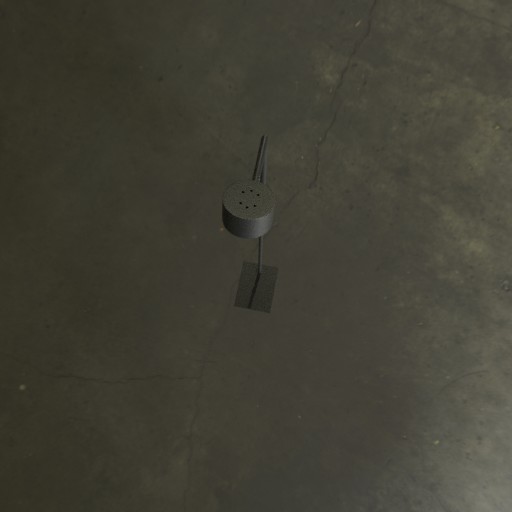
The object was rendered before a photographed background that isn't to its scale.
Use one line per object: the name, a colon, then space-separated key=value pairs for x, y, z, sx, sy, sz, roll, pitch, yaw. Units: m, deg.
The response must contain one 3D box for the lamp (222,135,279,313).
lamp: x=0.000 y=0.000 z=1.730 sx=0.203 sy=1.600 sz=0.304 roll=11 pitch=76 yaw=3
